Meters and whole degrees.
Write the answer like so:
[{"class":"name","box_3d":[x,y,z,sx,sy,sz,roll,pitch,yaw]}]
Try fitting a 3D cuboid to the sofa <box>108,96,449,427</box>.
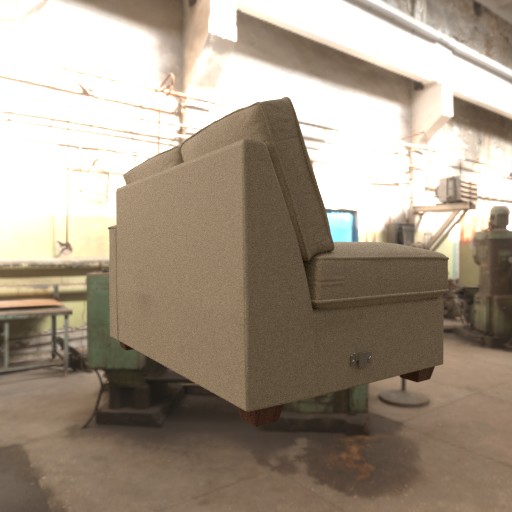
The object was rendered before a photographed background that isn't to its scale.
[{"class":"sofa","box_3d":[0.000,0.000,2.063,0.991,0.989,1.388,0,1,-34]}]
